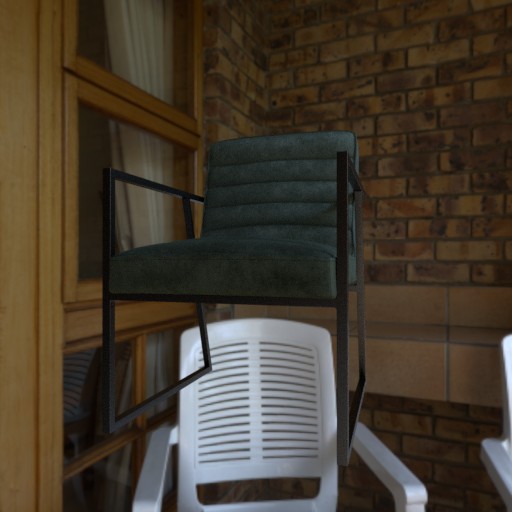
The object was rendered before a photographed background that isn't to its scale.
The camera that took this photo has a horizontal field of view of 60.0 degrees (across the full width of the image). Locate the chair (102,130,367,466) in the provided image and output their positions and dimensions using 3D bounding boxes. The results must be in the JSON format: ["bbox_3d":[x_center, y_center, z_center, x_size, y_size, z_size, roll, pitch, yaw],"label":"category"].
[{"bbox_3d":[0.000,0.000,1.250,0.571,0.833,0.677,0,0,18],"label":"chair"}]
